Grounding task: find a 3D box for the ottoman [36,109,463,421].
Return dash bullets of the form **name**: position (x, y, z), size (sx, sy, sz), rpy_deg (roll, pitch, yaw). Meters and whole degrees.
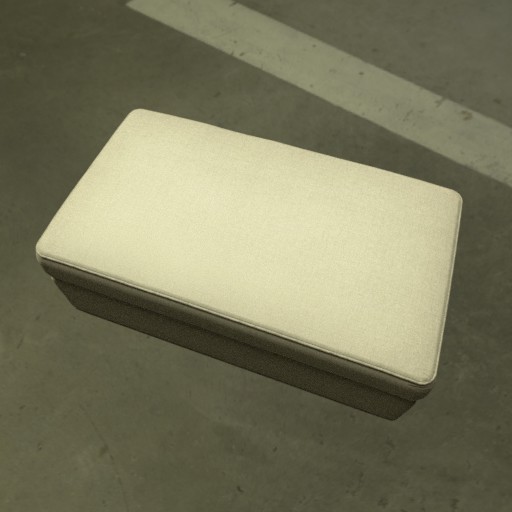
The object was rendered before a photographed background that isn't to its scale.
- **ottoman**: position (0.000, 0.000, 1.396), size (1.097, 0.461, 0.617), rpy_deg (17, 61, 10)
